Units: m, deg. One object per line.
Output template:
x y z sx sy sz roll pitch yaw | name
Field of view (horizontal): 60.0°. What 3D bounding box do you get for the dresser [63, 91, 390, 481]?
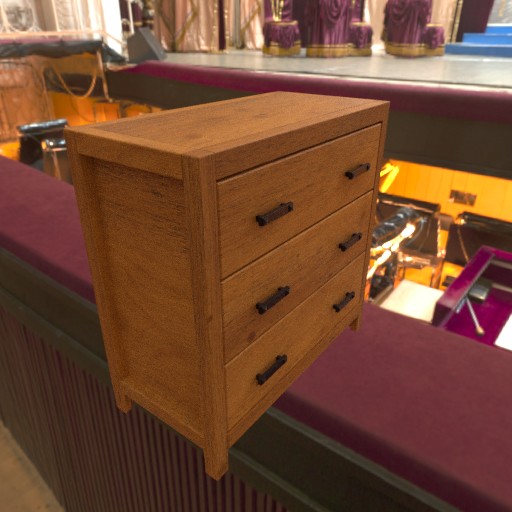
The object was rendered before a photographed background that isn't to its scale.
0.000 0.000 1.293 0.427 0.804 0.804 19 33 33 | dresser
